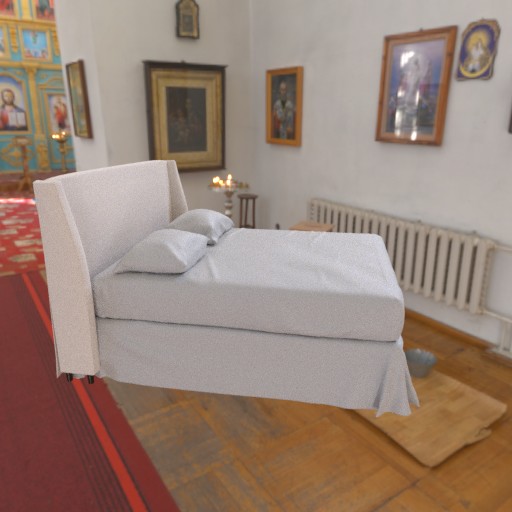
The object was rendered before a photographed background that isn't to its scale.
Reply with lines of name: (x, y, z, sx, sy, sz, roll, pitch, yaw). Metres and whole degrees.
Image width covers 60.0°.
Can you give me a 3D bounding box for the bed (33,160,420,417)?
bed: (0.000, 0.000, 3.399, 2.276, 1.332, 1.925, 3, 16, 11)
